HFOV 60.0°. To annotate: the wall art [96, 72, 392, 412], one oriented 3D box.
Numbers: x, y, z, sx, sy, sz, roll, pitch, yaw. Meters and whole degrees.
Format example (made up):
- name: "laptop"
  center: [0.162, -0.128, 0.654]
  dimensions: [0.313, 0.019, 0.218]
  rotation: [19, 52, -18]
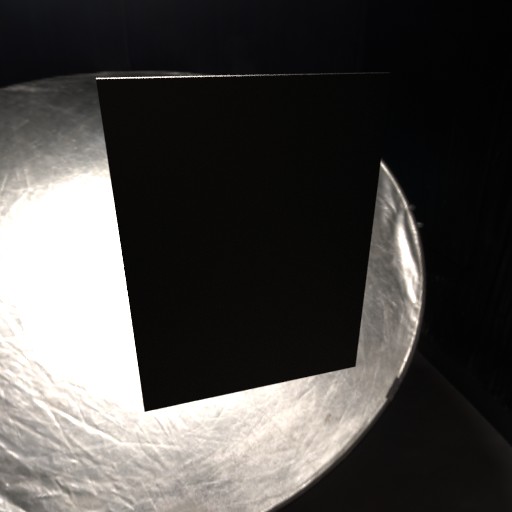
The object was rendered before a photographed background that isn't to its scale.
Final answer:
- name: "wall art"
  center: [0.000, 0.000, 0.770]
  dimensions: [0.442, 0.582, 0.013]
  rotation: [-8, 27, -15]
